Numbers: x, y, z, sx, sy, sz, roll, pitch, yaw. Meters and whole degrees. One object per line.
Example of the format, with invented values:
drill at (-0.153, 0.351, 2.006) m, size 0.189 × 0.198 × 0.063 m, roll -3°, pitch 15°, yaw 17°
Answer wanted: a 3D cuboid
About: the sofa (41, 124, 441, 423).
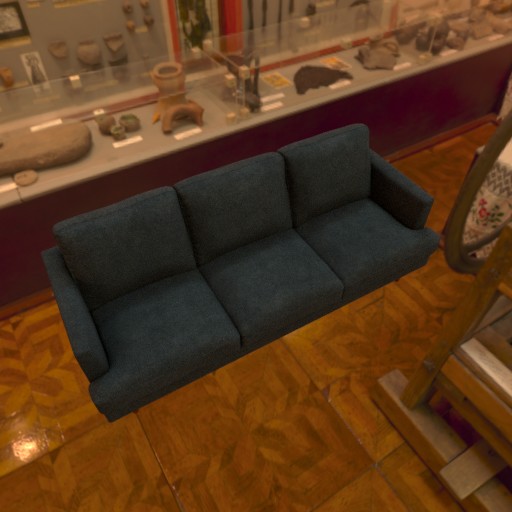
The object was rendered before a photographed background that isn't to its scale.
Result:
sofa at (0.000, 0.000, 2.686) m, size 2.246 × 0.930 × 0.903 m, roll -23°, pitch 51°, yaw -20°
